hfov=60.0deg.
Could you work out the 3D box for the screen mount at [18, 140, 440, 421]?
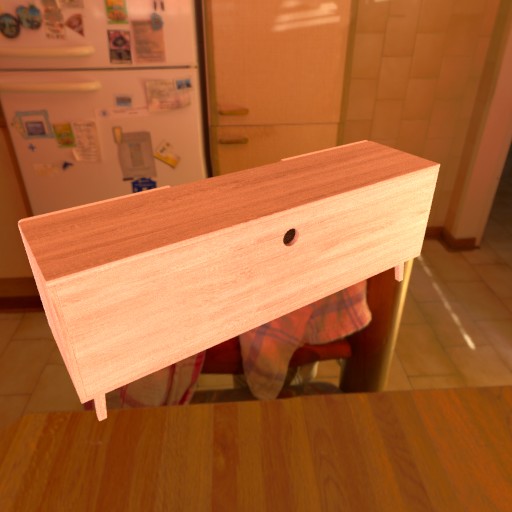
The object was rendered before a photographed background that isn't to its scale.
[{"bbox_3d":[0.000,0.000,1.720,1.500,0.570,0.420,-19,36,-28],"label":"screen mount"}]
